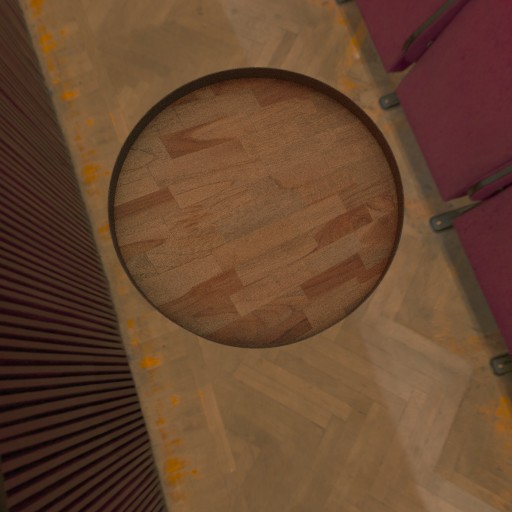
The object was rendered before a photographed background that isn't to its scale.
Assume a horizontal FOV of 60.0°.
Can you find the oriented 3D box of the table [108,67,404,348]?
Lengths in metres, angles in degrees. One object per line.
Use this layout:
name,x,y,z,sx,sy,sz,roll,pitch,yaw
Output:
table,0.000,0.000,0.941,0.406,0.686,0.406,-16,76,-4
